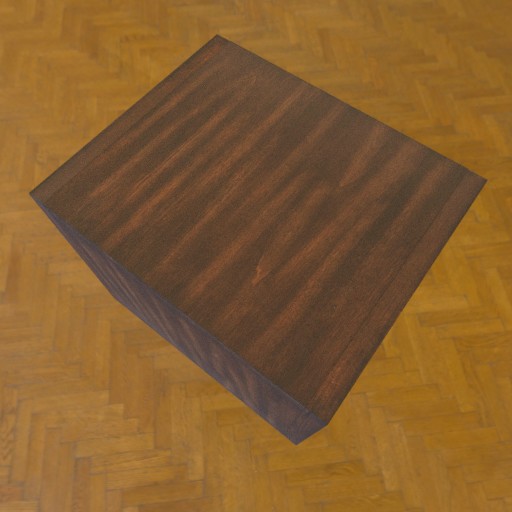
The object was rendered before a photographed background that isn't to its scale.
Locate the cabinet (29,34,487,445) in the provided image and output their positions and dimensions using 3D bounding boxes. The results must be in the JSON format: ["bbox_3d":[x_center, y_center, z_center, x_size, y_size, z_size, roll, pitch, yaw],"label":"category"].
[{"bbox_3d":[0.000,0.000,0.814,0.500,0.455,0.402,35,69,15],"label":"cabinet"}]
